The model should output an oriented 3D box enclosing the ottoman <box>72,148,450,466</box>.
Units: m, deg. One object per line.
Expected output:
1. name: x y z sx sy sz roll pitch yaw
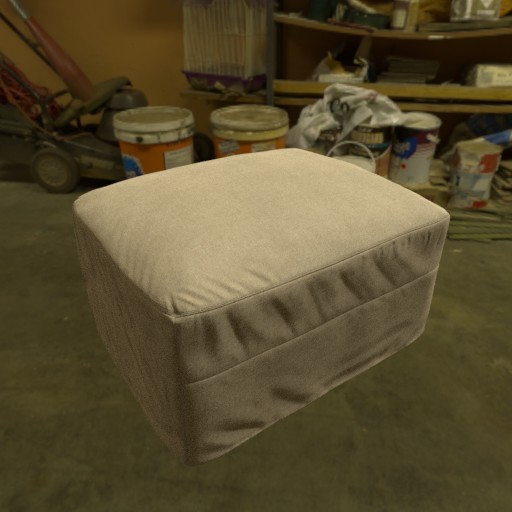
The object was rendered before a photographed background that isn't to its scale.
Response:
1. ottoman: 0.000 0.000 1.242 0.837 0.481 0.683 -19 35 -30
